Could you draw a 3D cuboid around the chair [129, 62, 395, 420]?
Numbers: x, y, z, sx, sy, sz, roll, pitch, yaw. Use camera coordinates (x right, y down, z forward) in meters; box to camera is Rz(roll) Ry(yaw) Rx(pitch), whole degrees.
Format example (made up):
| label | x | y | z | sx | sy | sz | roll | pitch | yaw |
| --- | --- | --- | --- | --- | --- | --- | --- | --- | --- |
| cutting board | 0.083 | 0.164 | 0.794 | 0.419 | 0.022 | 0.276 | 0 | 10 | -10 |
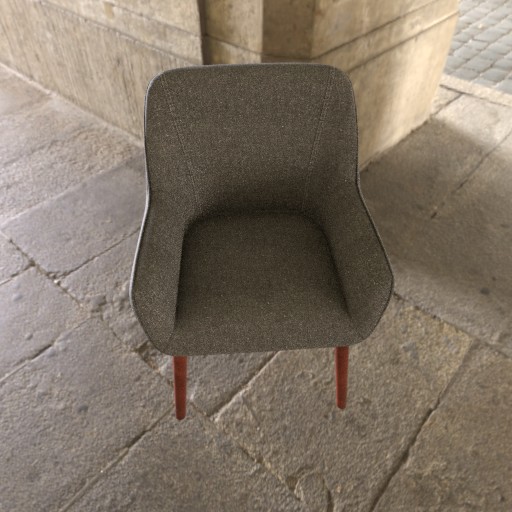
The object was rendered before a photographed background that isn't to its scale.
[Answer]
| label | x | y | z | sx | sy | sz | roll | pitch | yaw |
| --- | --- | --- | --- | --- | --- | --- | --- | --- | --- |
| chair | 0.000 | 0.000 | 1.159 | 0.543 | 0.803 | 0.519 | -3 | 46 | -3 |
